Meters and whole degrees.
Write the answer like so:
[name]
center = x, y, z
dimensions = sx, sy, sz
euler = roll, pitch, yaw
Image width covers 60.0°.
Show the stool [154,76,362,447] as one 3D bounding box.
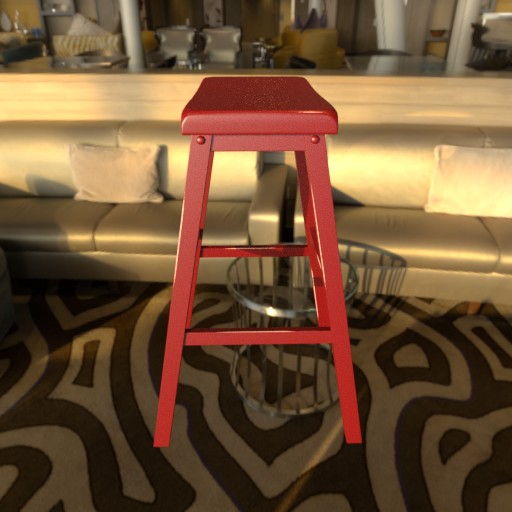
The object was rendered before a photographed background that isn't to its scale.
[stool]
center = 0.000, 0.000, 1.039
dimensions = 0.476, 0.737, 0.457
euler = -1, 28, -1
